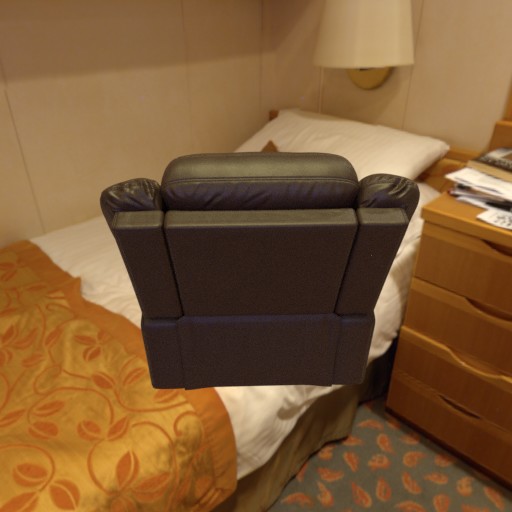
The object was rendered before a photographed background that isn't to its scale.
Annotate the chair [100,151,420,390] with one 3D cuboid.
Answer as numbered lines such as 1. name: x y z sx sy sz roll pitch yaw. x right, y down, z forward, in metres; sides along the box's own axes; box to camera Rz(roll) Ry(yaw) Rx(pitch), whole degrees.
1. chair: 0.000 0.000 1.727 0.899 1.009 0.934 -1 30 -2
